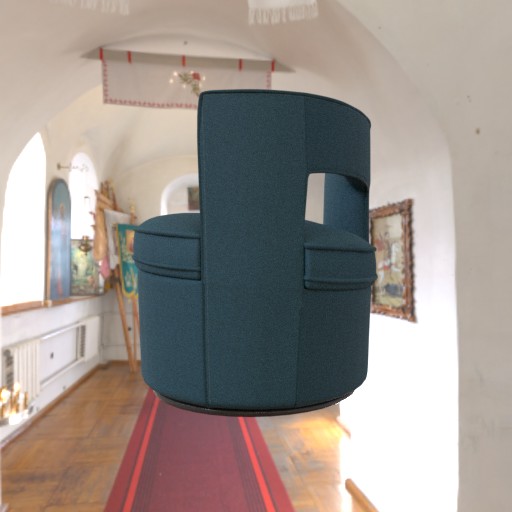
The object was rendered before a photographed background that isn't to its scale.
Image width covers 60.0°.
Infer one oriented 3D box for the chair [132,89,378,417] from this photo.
[{"bbox_3d":[0.000,0.000,1.253,0.660,0.711,0.684,0,0,37],"label":"chair"}]
